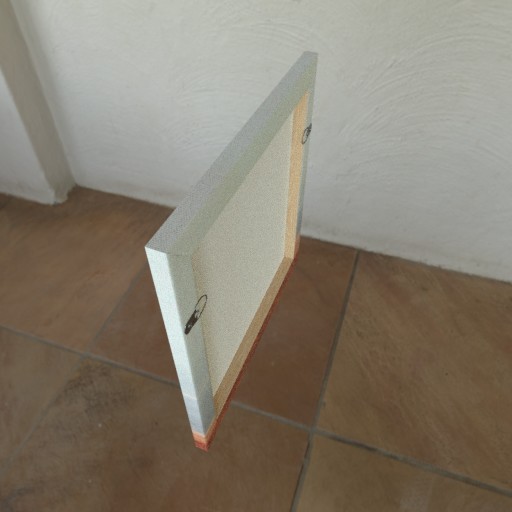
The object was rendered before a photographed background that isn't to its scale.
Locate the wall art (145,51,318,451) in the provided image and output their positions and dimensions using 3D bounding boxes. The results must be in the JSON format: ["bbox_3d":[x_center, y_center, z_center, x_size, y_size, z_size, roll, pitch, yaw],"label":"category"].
[{"bbox_3d":[0.000,0.000,0.615,0.023,0.405,0.405,16,49,15],"label":"wall art"}]
